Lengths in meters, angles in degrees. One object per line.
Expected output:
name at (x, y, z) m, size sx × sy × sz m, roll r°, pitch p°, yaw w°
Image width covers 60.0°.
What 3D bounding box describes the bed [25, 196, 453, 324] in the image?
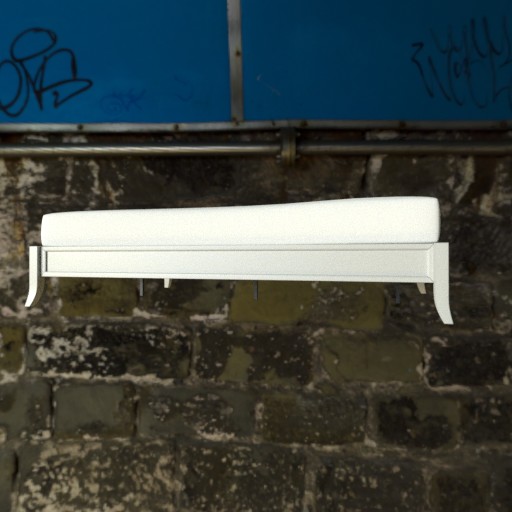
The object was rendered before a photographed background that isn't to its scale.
bed at (0.000, 0.000, 2.632) m, size 1.985 × 0.510 × 1.460 m, roll 0°, pitch 0°, yaw 17°
